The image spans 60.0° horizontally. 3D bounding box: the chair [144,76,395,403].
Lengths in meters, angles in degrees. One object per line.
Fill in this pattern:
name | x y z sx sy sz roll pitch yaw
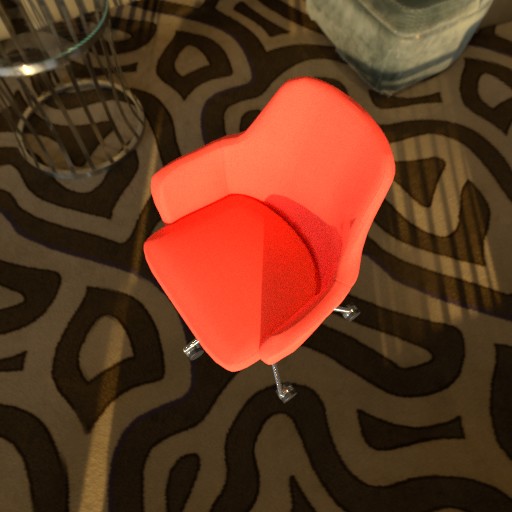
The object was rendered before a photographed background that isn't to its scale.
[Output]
chair | 0.000 0.000 1.248 0.600 0.820 0.655 -32 67 -15
